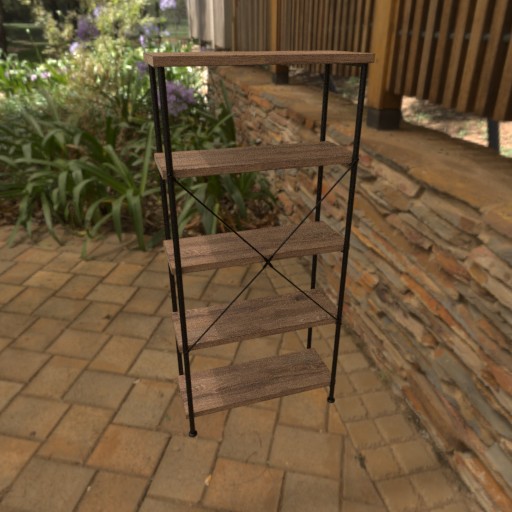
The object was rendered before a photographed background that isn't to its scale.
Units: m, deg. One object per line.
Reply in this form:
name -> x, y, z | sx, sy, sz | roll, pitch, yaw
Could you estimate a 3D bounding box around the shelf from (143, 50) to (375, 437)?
shelf -> 0.000, 0.000, 2.041 | 0.800, 1.700, 0.360 | -8, 28, -16
